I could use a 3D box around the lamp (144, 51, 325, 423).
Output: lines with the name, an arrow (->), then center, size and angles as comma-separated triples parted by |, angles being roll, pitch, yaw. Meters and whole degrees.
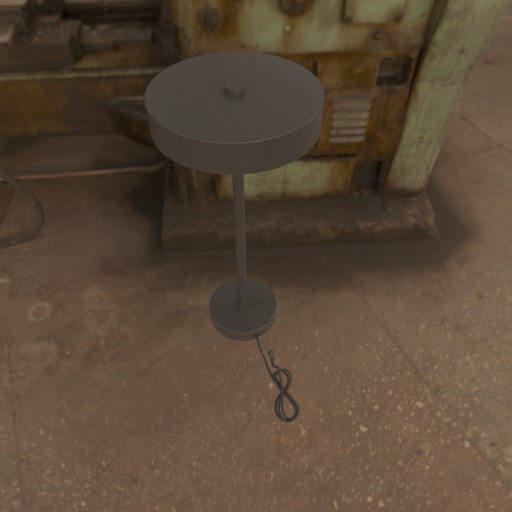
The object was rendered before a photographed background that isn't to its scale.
lamp -> 0.000, 0.000, 0.708 | 0.229, 0.508, 0.369 | -17, 51, -15
